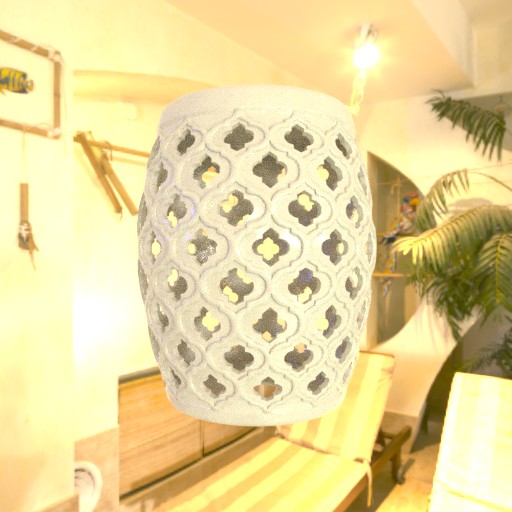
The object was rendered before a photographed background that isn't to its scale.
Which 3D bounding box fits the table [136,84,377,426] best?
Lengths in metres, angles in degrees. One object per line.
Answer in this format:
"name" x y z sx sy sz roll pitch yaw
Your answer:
"table" 0.000 0.000 0.621 0.325 0.388 0.325 0 1 0
